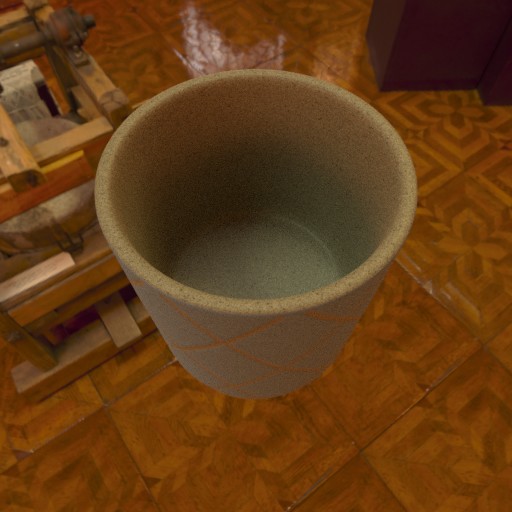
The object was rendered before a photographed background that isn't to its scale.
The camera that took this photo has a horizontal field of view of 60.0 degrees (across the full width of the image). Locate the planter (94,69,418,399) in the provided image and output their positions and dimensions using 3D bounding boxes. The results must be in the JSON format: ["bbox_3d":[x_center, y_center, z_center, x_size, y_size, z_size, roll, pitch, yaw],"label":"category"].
[{"bbox_3d":[0.000,0.000,0.349,0.191,0.200,0.191,0,58,0],"label":"planter"}]
